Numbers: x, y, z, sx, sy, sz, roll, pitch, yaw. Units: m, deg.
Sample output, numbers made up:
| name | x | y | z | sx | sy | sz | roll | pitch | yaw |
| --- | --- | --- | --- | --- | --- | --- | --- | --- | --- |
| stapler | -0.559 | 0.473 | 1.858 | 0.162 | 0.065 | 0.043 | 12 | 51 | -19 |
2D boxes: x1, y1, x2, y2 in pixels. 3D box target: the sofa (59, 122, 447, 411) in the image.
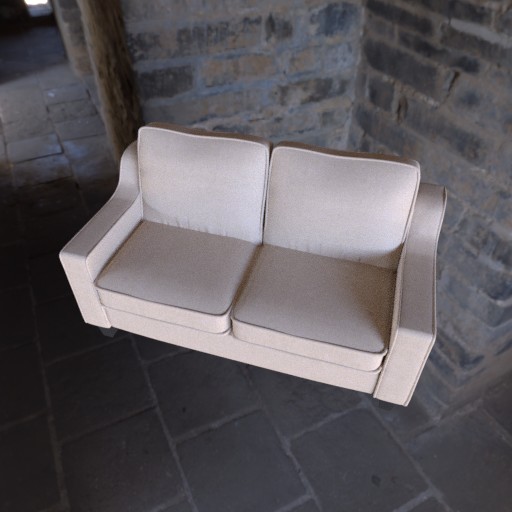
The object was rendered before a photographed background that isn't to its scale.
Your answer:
| name | x | y | z | sx | sy | sz | roll | pitch | yaw |
| --- | --- | --- | --- | --- | --- | --- | --- | --- | --- |
| sofa | 0.000 | 0.000 | 3.454 | 2.587 | 1.562 | 1.351 | 12 | 43 | 13 |
